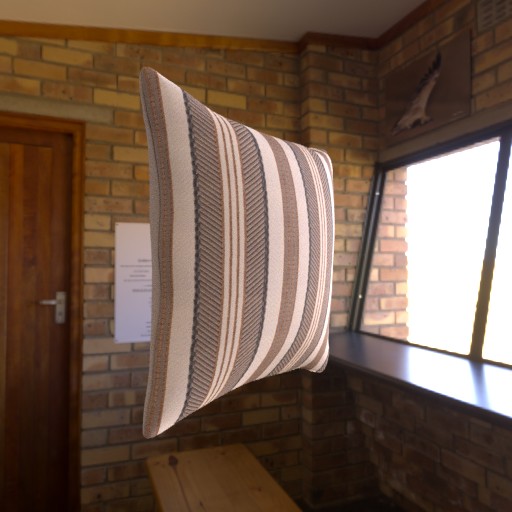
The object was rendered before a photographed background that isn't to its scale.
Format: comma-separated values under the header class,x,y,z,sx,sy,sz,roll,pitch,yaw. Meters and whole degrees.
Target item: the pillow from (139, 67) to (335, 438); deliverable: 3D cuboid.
class,x,y,z,sx,sy,sz,roll,pitch,yaw
pillow,0.000,0.000,0.637,0.173,0.401,0.416,-1,-2,36
